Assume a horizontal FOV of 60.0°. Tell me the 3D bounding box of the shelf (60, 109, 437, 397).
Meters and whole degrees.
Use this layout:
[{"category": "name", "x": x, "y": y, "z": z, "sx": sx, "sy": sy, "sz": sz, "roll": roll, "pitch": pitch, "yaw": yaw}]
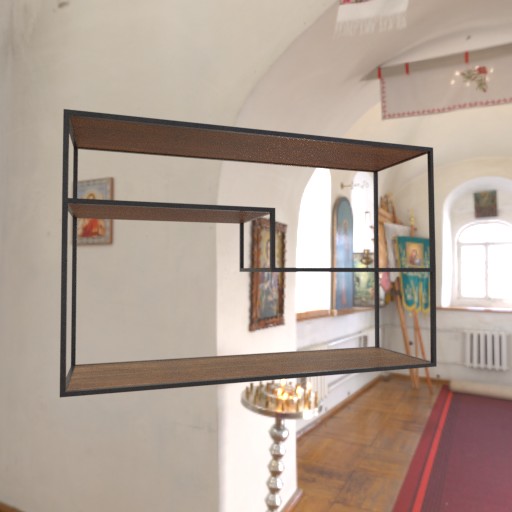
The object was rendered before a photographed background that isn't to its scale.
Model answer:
[{"category": "shelf", "x": 0.000, "y": 0.000, "z": 1.530, "sx": 1.201, "sy": 0.765, "sz": 0.361, "roll": 1, "pitch": -2, "yaw": -18}]
